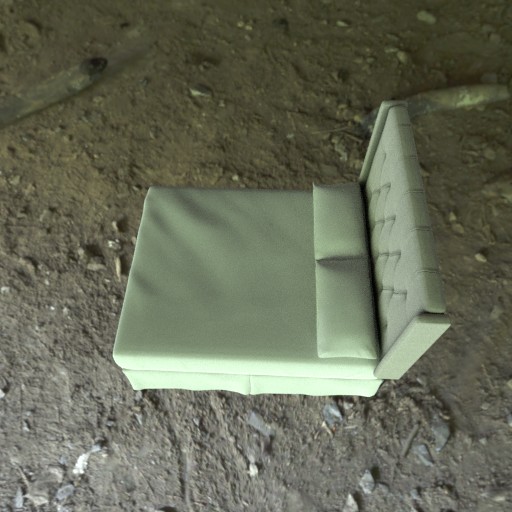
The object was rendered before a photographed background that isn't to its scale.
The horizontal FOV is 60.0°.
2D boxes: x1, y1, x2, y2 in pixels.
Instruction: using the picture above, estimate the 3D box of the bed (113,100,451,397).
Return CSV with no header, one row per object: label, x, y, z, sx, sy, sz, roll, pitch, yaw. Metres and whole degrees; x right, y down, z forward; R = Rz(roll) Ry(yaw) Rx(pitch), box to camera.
bed,0.000,0.000,3.402,2.066,1.665,1.719,2,59,1
